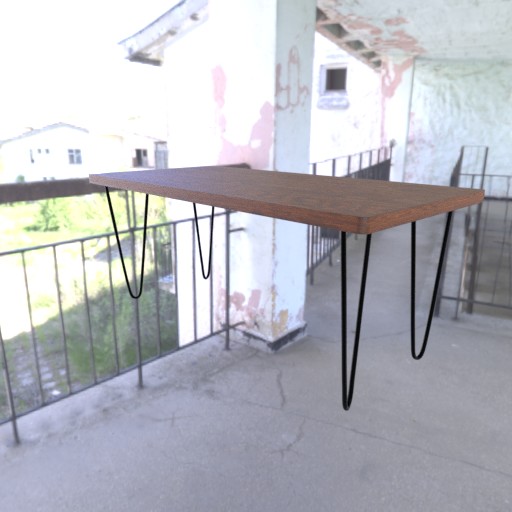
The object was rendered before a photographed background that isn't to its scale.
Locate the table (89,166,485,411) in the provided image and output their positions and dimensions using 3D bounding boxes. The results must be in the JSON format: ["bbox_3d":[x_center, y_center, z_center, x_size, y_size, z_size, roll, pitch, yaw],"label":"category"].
[{"bbox_3d":[0.000,0.000,2.231,0.883,0.753,1.791,-15,21,-42],"label":"table"}]
